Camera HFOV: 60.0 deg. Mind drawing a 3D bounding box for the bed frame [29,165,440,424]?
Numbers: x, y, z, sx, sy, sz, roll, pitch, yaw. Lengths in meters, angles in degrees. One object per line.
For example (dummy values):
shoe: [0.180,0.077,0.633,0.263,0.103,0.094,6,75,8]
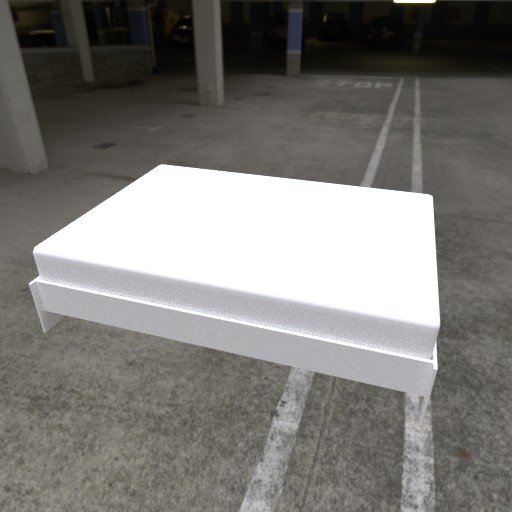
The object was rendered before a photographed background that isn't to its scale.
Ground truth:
bed frame: [0.000,0.000,2.607,1.945,0.497,1.445,9,32,15]
